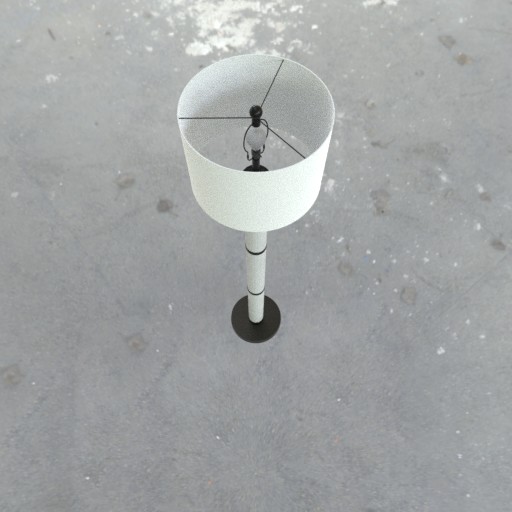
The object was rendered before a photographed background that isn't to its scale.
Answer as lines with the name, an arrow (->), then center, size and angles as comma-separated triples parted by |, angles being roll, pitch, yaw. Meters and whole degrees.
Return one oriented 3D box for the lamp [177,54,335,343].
lamp -> 0.000, 0.000, 1.765 | 0.377, 1.599, 0.377 | -35, 69, -16
